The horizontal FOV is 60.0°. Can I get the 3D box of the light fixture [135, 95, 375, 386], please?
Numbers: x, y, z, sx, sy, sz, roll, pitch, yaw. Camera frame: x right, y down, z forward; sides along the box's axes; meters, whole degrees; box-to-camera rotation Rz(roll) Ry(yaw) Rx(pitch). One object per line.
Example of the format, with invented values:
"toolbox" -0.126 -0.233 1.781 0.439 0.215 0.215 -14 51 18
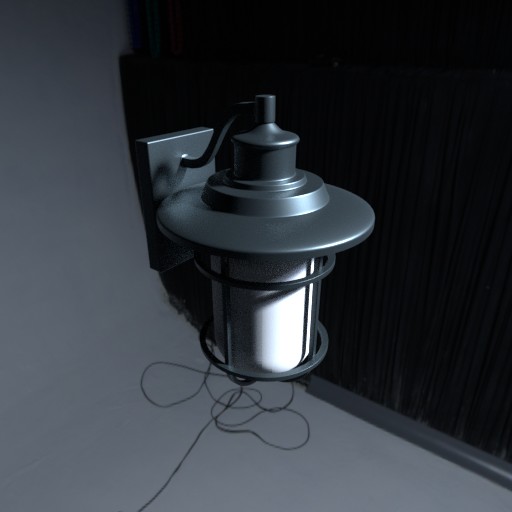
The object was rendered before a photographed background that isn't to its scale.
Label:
"light fixture" 0.000 0.000 0.503 0.252 0.345 0.222 18 31 33
